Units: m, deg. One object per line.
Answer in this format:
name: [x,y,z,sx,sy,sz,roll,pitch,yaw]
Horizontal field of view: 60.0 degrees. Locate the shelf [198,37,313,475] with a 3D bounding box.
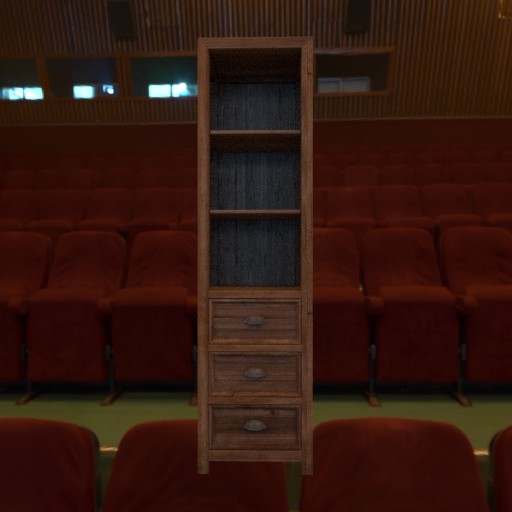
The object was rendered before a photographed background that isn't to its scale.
shelf: [0.000,0.000,2.133,0.500,1.900,0.428,0,0,1]
